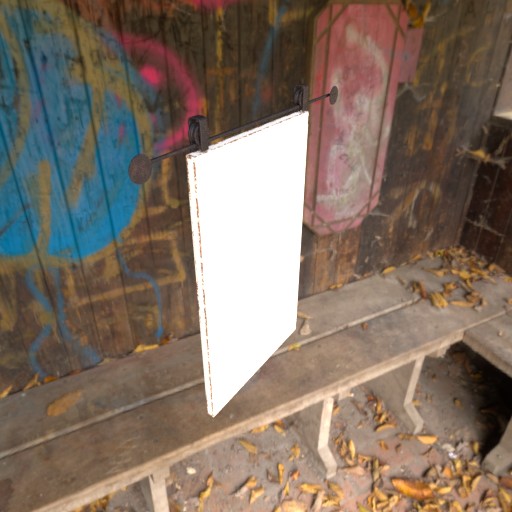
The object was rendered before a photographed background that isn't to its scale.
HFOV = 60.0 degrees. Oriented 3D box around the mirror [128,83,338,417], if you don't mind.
[{"bbox_3d":[0.000,0.000,1.230,0.037,0.844,0.808,19,36,29],"label":"mirror"}]
